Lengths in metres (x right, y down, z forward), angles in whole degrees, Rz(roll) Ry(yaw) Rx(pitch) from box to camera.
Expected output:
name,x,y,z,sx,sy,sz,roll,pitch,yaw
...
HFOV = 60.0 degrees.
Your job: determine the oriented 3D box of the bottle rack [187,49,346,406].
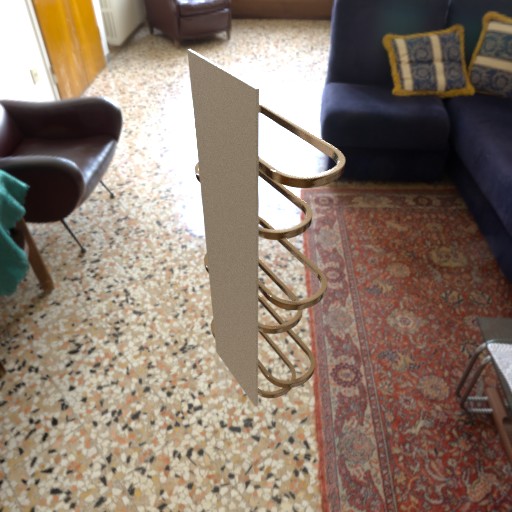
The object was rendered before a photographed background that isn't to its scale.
name,x,y,z,sx,sy,sz,roll,pitch,yaw
bottle rack,0.000,0.000,0.835,0.118,0.709,0.332,-23,46,-24
